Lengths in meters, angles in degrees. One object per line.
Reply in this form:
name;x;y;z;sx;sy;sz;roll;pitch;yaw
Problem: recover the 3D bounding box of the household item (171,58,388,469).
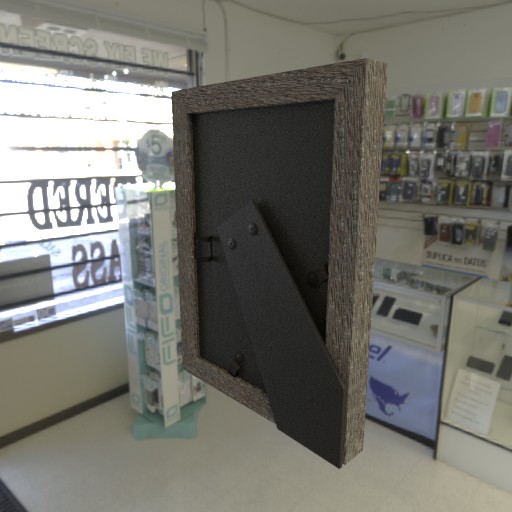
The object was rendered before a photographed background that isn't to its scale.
household item;0.000;0.000;0.240;0.020;0.180;0.133;-13;18;-43
